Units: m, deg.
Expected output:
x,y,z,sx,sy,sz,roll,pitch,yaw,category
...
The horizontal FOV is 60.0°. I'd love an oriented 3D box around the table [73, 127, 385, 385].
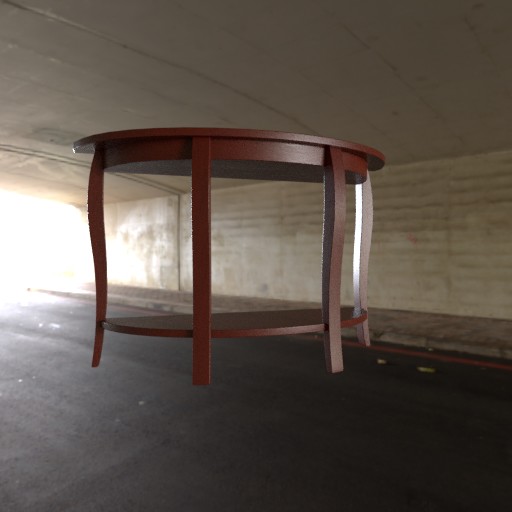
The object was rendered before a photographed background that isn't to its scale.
x,y,z,sx,sy,sz,roll,pitch,yaw,category
0.000,0.000,1.569,1.219,0.779,0.405,0,1,-18,table
